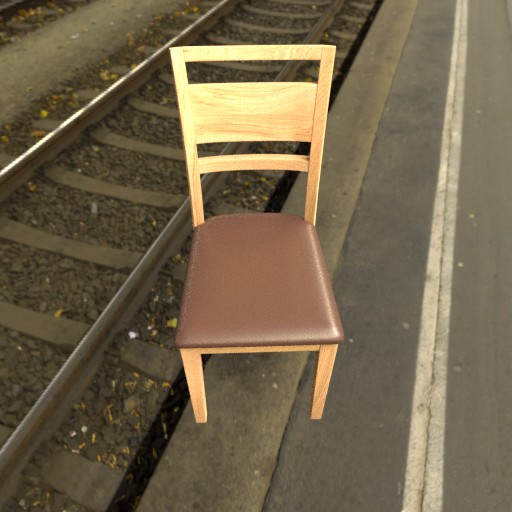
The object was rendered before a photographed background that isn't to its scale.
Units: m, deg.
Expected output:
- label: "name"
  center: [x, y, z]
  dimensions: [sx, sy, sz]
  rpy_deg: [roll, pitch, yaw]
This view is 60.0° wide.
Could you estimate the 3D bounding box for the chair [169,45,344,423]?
- label: "chair"
  center: [0.000, 0.000, 1.218]
  dimensions: [0.420, 0.940, 0.545]
  rpy_deg: [-1, 45, -1]
